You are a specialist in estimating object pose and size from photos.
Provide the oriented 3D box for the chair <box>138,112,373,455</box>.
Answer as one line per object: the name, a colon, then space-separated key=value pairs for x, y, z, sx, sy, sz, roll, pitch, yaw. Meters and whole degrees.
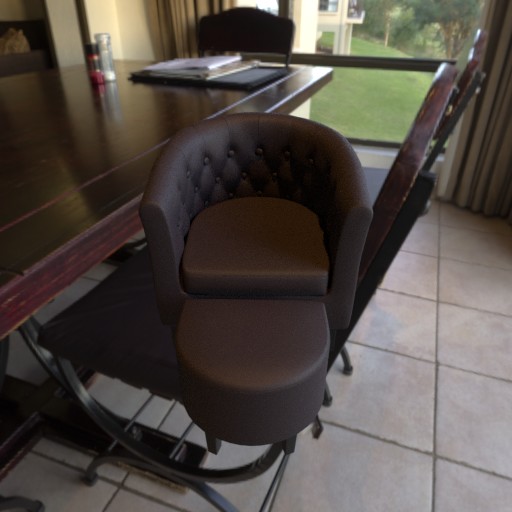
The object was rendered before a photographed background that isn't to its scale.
chair: x=0.000 y=0.000 z=1.602 sx=0.763 sy=0.760 sz=1.191 roll=1 pitch=31 yaw=1
